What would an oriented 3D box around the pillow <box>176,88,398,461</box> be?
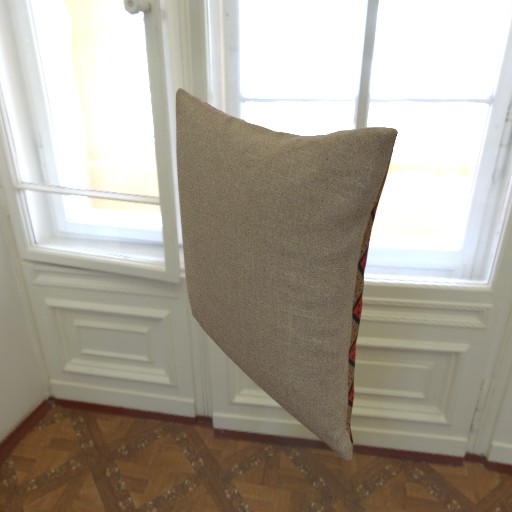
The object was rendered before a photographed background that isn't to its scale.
[{"bbox_3d":[0.000,0.000,0.769,0.158,0.511,0.513,-17,30,-31],"label":"pillow"}]
